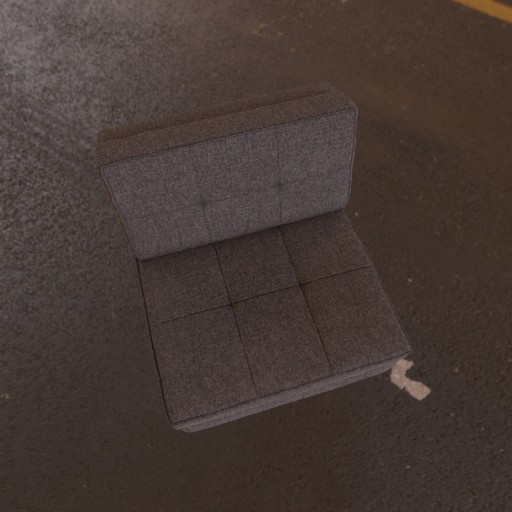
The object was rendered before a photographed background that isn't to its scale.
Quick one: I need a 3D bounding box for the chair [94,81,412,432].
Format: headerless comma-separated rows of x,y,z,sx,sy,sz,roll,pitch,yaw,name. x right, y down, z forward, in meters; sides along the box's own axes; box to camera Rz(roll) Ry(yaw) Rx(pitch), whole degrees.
0.000,0.000,1.335,0.740,0.615,0.800,-15,64,-8,chair
